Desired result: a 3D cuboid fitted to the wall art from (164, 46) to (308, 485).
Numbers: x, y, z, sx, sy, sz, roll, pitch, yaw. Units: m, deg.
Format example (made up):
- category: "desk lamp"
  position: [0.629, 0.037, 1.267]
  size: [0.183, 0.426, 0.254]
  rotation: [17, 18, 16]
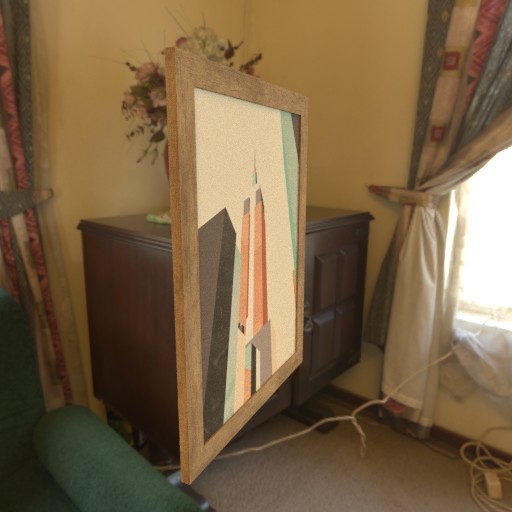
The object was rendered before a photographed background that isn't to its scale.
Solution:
- category: "wall art"
  position: [0.000, 0.000, 0.913]
  size: [0.018, 0.686, 0.534]
  rotation: [6, 13, 26]
